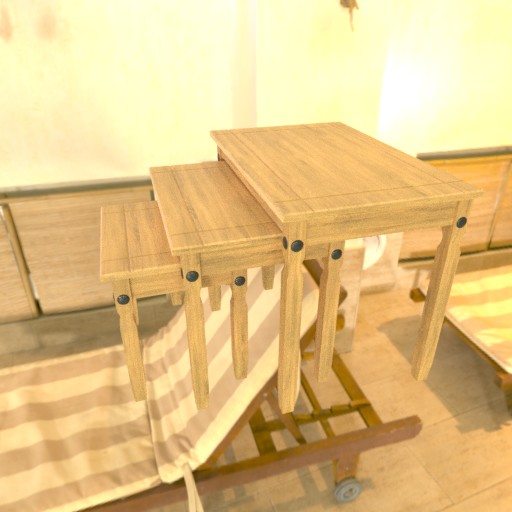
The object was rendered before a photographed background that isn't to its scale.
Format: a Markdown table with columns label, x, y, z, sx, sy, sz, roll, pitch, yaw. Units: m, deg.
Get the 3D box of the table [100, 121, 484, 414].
| label | x | y | z | sx | sy | sz | roll | pitch | yaw |
| --- | --- | --- | --- | --- | --- | --- | --- | --- | --- |
| table | 0.000 | 0.000 | 1.209 | 0.773 | 0.535 | 0.660 | -8 | 30 | -15 |
